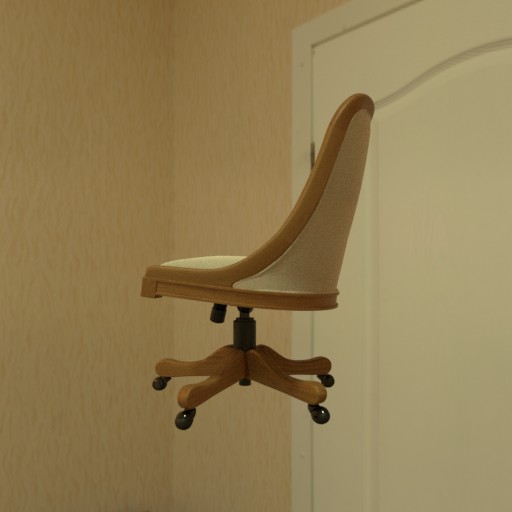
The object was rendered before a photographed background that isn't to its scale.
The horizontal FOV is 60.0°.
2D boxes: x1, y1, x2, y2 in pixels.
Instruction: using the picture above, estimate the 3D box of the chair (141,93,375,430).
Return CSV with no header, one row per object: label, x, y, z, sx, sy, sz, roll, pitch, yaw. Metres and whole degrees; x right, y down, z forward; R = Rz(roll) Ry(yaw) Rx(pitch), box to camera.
chair,0.000,0.000,1.565,0.811,1.009,0.702,0,0,17
